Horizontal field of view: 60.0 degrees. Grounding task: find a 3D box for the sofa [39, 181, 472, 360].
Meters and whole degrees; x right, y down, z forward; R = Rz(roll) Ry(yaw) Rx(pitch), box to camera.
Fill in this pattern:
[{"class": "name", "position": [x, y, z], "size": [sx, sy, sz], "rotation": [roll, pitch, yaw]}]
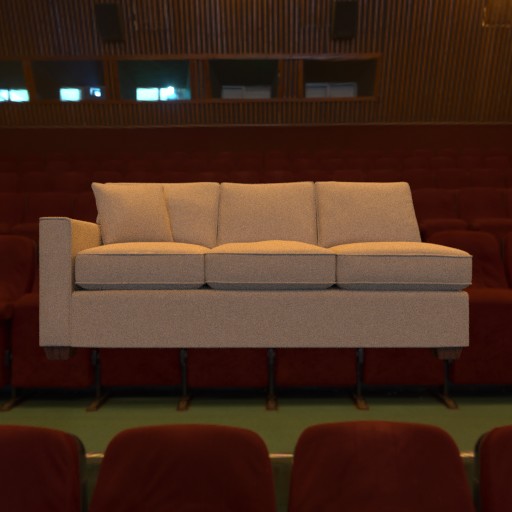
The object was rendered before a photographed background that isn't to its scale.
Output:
[{"class": "sofa", "position": [0.000, 0.000, 2.467], "size": [1.962, 0.946, 1.034], "rotation": [0, 0, 0]}]
